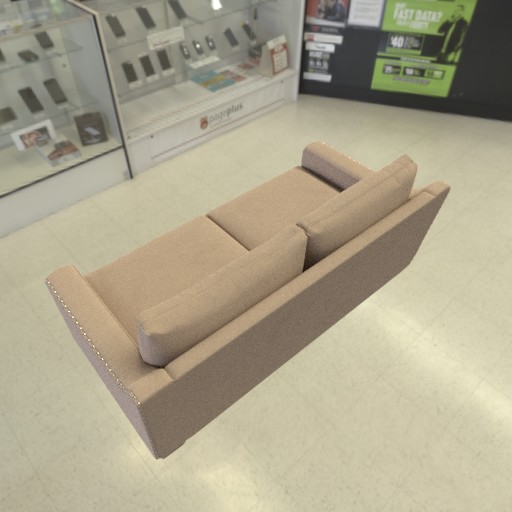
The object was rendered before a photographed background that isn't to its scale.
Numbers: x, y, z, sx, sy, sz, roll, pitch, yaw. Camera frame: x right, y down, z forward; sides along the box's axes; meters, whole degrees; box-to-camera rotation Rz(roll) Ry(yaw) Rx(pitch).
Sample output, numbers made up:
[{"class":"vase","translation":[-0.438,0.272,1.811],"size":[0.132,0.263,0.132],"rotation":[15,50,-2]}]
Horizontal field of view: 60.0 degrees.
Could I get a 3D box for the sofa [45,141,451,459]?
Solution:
[{"class":"sofa","translation":[0.000,0.000,2.474],"size":[1.967,0.901,1.030],"rotation":[-31,53,-27]}]
